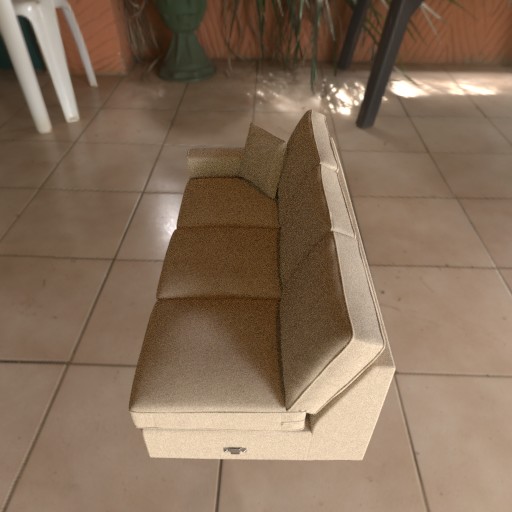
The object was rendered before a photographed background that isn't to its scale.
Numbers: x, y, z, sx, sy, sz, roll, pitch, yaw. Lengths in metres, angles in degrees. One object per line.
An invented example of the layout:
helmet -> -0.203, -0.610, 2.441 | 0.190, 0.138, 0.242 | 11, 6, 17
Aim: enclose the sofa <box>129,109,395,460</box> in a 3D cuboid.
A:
sofa -> 0.000, 0.000, 2.498 | 1.034, 0.946, 1.962 | 0, 40, 1
